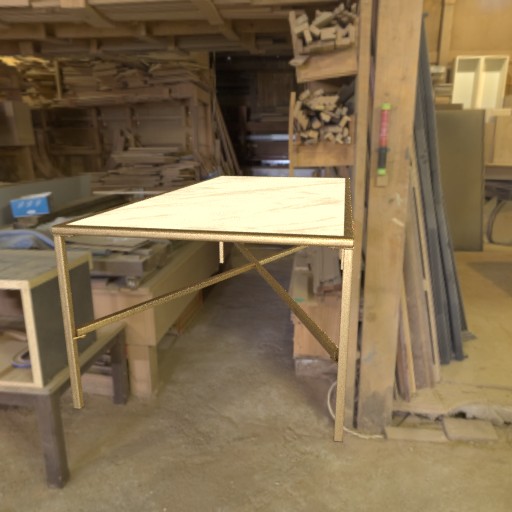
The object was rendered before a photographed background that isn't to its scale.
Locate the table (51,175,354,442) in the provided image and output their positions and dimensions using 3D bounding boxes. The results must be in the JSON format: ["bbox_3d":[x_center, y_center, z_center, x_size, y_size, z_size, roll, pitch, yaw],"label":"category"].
[{"bbox_3d":[0.000,0.000,1.425,0.577,0.405,1.197,3,15,11],"label":"table"}]
